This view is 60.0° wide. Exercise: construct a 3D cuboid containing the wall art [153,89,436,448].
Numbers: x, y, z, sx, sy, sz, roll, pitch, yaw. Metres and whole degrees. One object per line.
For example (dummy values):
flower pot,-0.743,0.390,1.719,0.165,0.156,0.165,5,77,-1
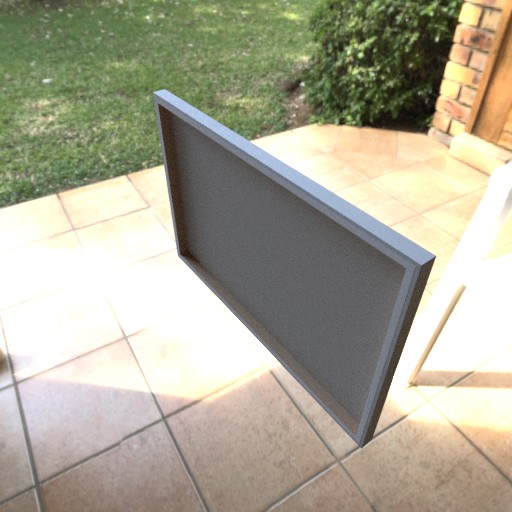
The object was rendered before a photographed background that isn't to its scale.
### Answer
wall art,0.000,0.000,1.182,0.038,0.610,0.915,-26,47,-27
